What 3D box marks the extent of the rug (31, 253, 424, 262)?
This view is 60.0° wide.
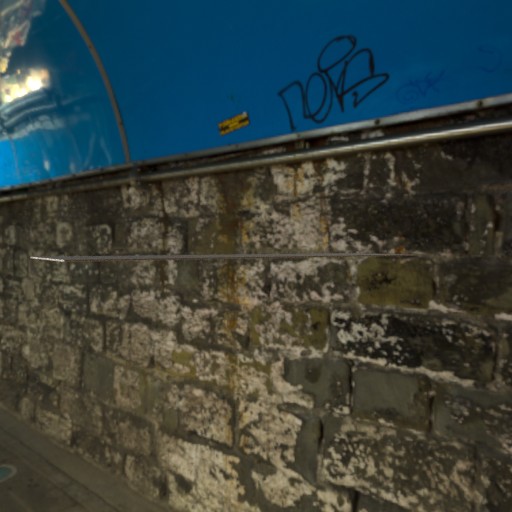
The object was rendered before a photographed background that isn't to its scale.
[{"bbox_3d":[0.000,0.000,2.789,2.439,0.008,0.762,-1,1,-36],"label":"rug"}]
